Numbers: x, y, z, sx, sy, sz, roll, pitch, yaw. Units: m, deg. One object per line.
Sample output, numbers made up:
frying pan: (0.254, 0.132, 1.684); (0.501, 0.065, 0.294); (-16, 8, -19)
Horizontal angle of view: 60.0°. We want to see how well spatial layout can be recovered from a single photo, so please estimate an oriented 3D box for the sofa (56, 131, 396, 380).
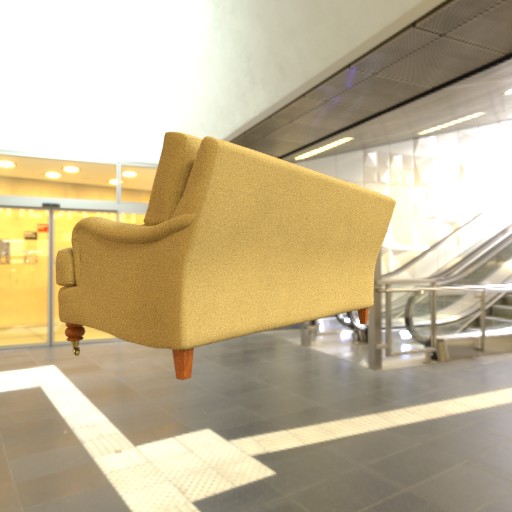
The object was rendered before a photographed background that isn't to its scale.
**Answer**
sofa: (0.000, 0.000, 2.716); (1.091, 0.997, 2.070); (0, -1, 36)
